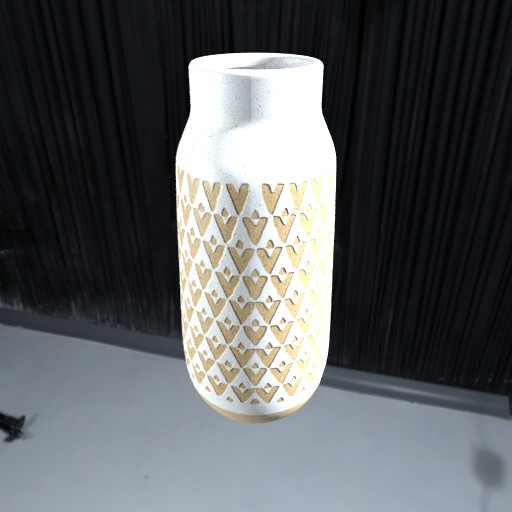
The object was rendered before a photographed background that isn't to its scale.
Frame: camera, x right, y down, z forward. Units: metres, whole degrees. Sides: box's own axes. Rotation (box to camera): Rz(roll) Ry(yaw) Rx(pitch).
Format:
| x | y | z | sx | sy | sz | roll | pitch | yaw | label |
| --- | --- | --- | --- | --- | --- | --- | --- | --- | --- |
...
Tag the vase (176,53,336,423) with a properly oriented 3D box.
| x | y | z | sx | sy | sz | roll | pitch | yaw | label |
| --- | --- | --- | --- | --- | --- | --- | --- | --- | --- |
| 0.000 | 0.000 | 0.378 | 0.137 | 0.307 | 0.137 | 0 | 31 | 0 | vase |
